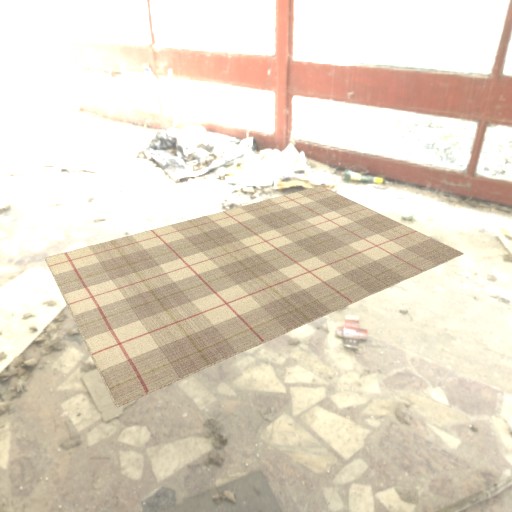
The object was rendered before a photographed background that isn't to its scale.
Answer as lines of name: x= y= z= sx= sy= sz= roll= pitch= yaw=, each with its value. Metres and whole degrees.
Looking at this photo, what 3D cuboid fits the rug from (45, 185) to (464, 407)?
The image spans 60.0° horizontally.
rug: x=0.000 y=0.000 z=3.066 sx=2.464 sy=0.010 sz=1.549 roll=-18 pitch=35 yaw=-28
